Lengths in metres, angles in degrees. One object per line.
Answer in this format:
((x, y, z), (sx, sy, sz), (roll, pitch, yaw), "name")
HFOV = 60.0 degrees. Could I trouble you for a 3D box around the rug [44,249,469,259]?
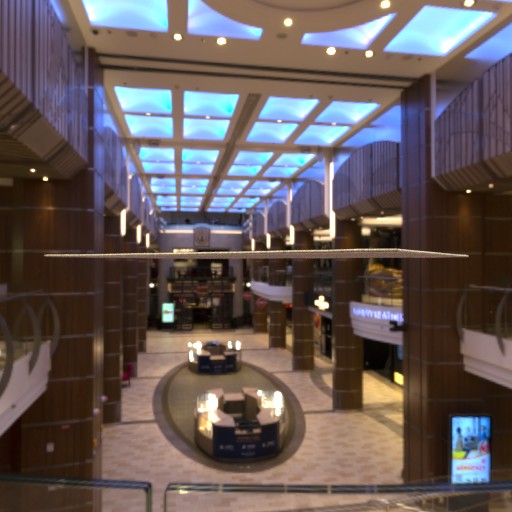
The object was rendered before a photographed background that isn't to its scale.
((0.000, 0.000, 2.328), (1.850, 0.015, 1.250), (-1, -1, 34), "rug")
